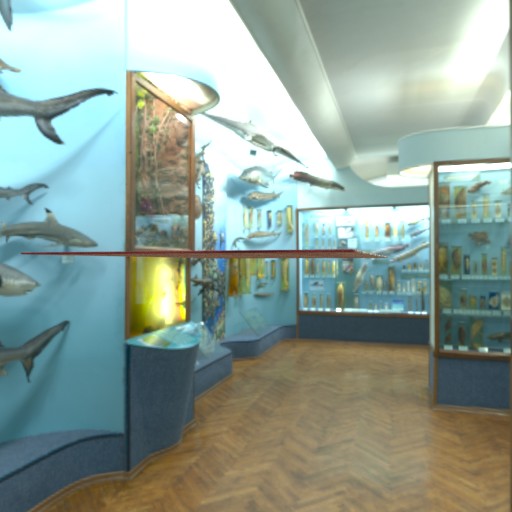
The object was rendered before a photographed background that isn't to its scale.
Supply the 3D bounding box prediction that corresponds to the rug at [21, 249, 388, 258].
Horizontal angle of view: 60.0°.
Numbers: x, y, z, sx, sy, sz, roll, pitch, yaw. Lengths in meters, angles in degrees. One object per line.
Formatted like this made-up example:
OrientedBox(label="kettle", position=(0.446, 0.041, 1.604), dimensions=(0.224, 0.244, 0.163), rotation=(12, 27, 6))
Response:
OrientedBox(label="rug", position=(0.000, 0.000, 2.296), dimensions=(1.223, 0.008, 1.817), rotation=(0, -1, 19))
